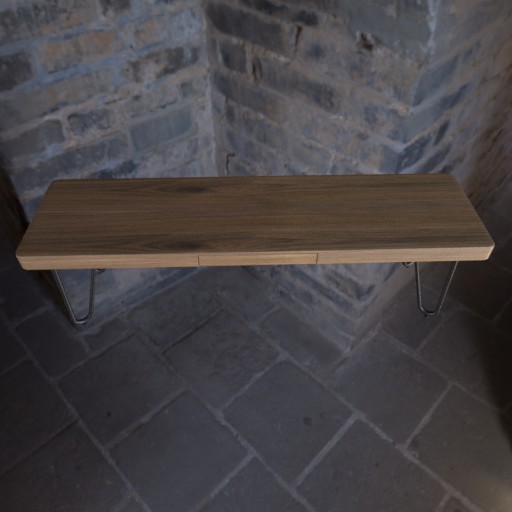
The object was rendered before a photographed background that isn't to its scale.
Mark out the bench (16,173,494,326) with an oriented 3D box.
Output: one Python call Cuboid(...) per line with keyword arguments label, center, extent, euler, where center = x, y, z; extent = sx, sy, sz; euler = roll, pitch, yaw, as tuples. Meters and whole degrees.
Cuboid(label="bench", center=(0.000, 0.000, 1.747), extent=(1.570, 0.462, 0.425), euler=(-1, 45, -1))
